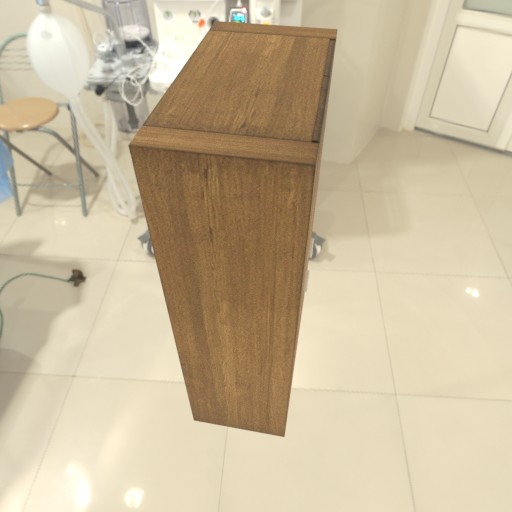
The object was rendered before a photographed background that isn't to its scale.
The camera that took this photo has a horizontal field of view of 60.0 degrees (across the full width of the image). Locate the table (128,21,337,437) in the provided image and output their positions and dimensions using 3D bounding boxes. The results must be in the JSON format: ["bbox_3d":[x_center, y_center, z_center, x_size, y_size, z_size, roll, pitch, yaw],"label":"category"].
[{"bbox_3d":[0.000,0.000,2.425,0.600,2.000,1.100,8,47,7],"label":"table"}]
